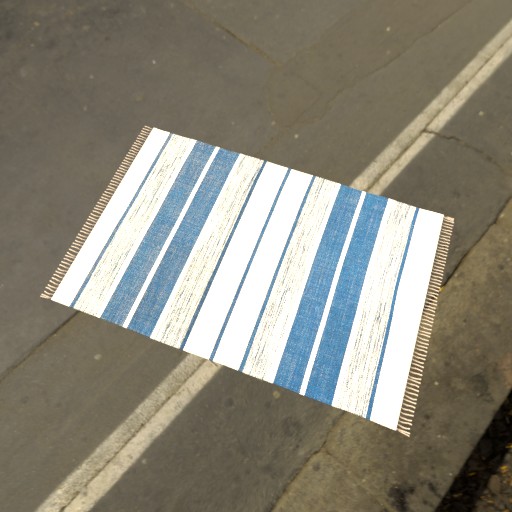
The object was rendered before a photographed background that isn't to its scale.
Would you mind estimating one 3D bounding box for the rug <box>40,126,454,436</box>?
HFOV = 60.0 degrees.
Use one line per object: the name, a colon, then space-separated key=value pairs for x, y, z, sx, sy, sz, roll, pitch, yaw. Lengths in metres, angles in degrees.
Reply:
rug: x=0.000 y=0.000 z=3.019 sx=2.441 sy=0.010 sz=1.532 roll=19 pitch=66 yaw=8
